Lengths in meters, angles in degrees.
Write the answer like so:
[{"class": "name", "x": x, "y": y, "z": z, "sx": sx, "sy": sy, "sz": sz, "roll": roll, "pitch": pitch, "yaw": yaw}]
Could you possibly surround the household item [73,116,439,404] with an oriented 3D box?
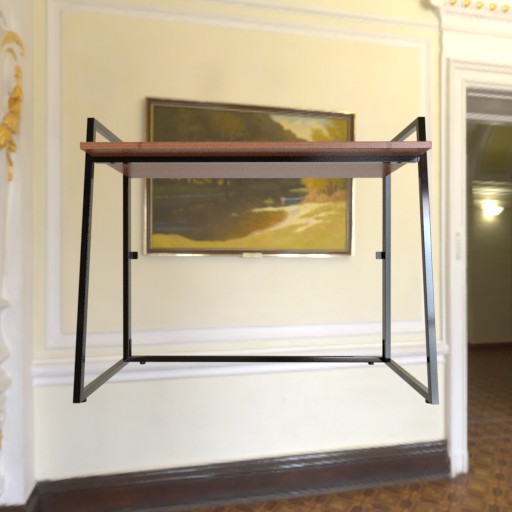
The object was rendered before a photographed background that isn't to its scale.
[{"class": "household item", "x": 0.000, "y": 0.000, "z": 1.516, "sx": 1.050, "sy": 0.860, "sz": 0.510, "roll": 0, "pitch": 0, "yaw": 1}]
